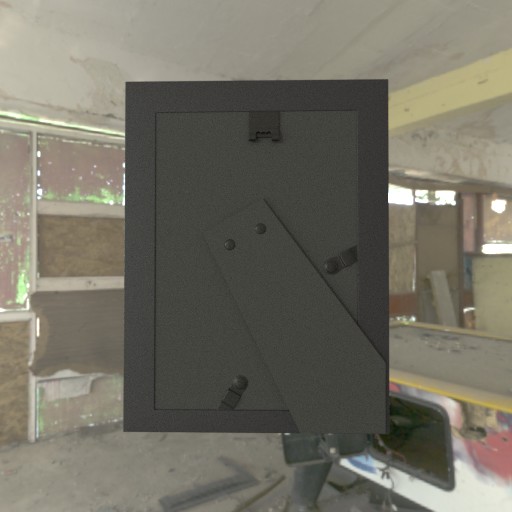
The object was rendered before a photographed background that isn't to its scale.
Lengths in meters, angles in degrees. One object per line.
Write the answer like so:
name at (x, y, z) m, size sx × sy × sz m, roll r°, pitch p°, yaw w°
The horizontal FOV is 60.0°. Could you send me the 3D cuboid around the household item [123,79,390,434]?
household item at (0.000, 0.000, 0.229) m, size 0.133 × 0.178 × 0.022 m, roll 0°, pitch -1°, yaw 1°
